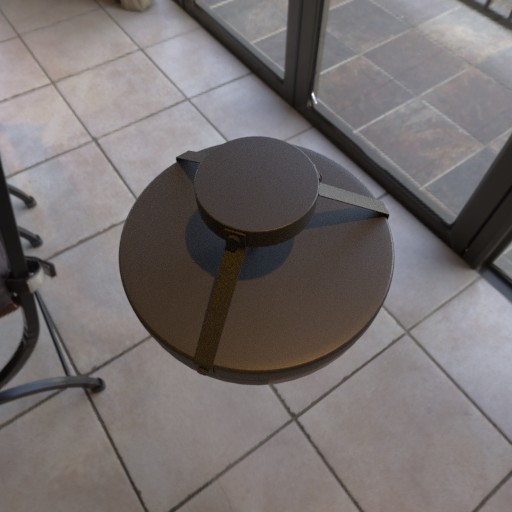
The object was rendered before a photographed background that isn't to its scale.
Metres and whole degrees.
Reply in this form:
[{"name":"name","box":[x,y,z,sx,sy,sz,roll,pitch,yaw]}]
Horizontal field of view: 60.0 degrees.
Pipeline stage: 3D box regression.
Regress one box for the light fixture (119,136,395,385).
[{"name":"light fixture","box":[0.000,0.000,0.524,0.304,0.269,0.304,0,59,0]}]
